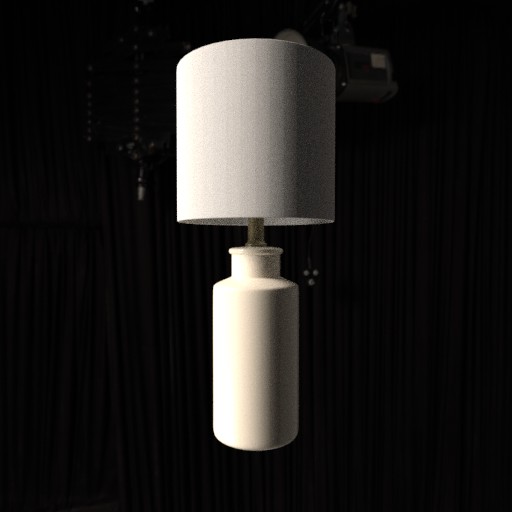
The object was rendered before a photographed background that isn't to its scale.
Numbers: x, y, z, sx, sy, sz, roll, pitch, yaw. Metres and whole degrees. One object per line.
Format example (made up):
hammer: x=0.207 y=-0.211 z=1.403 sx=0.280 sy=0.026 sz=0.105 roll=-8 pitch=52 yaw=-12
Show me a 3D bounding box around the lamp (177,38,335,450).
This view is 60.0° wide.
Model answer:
lamp: x=0.000 y=0.000 z=0.608 sx=0.212 sy=0.493 sz=0.212 roll=0 pitch=2 yaw=-17
